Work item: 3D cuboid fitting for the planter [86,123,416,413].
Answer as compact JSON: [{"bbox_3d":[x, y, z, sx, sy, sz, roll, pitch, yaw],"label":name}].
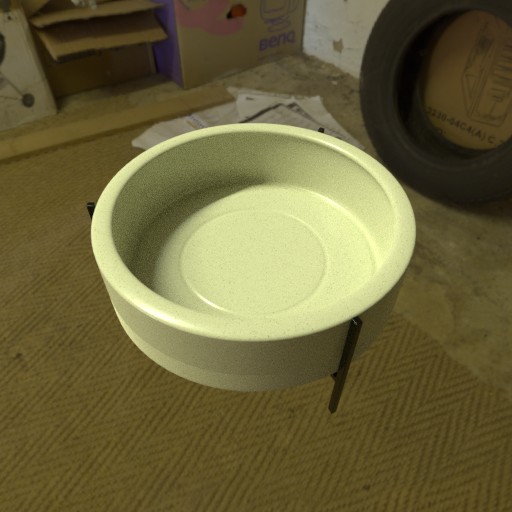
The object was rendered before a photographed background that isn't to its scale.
[{"bbox_3d":[0.000,0.000,0.532,0.336,0.171,0.345,23,51,20],"label":"planter"}]
